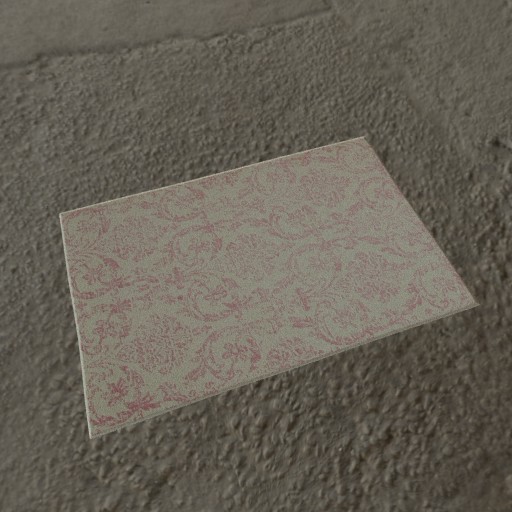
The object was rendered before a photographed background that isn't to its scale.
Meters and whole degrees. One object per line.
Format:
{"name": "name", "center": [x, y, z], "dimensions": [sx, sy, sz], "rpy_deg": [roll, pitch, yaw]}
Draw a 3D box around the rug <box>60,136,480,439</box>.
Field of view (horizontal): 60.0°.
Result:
{"name": "rug", "center": [0.000, 0.000, 3.375], "dimensions": [2.746, 0.018, 1.819], "rpy_deg": [-16, 59, -10]}
